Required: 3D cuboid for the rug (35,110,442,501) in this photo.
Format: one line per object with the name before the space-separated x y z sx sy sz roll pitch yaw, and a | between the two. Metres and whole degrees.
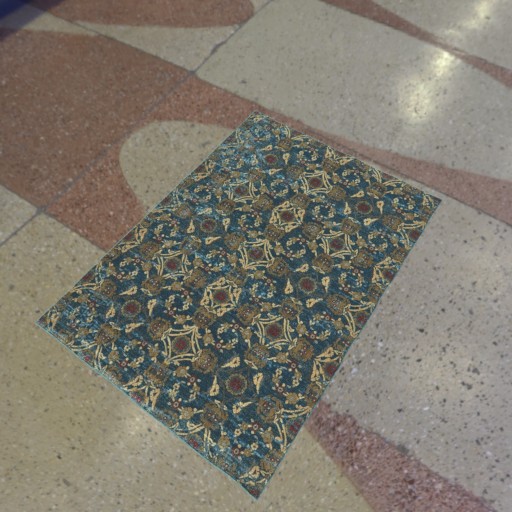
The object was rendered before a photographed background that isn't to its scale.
rug | 0.000 0.000 2.791 1.567 0.014 2.207 31 63 18
